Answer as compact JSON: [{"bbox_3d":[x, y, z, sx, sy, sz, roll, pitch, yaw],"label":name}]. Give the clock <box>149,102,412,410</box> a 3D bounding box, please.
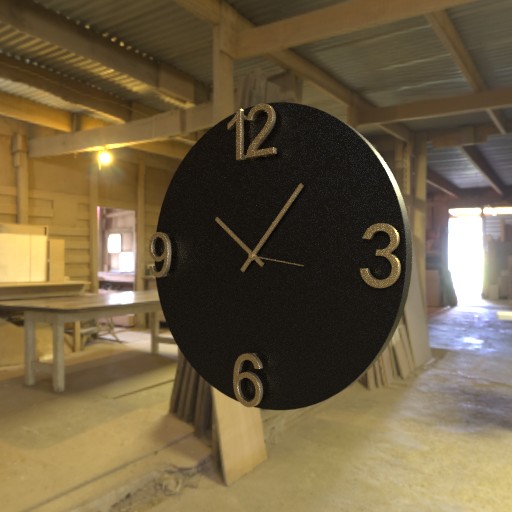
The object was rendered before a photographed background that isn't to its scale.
[{"bbox_3d":[0.000,0.000,0.668,0.454,0.454,0.038,0,-1,37],"label":"clock"}]
